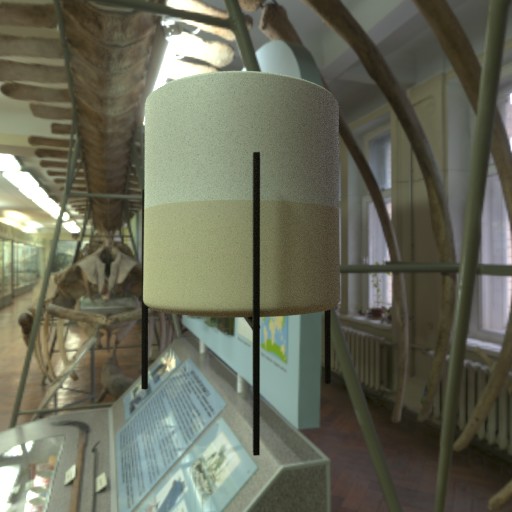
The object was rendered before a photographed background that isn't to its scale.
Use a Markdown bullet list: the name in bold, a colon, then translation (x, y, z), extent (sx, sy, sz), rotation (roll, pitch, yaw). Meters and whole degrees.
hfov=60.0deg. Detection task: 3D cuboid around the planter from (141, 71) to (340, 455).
- **planter**: translation (0.000, 0.000, 0.539), extent (0.263, 0.362, 0.267), rotation (0, -1, -18)
